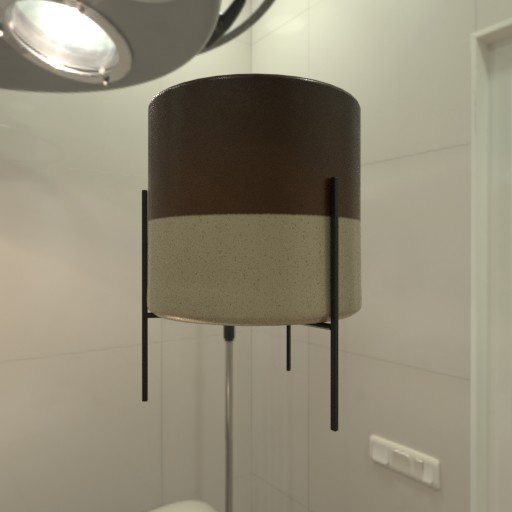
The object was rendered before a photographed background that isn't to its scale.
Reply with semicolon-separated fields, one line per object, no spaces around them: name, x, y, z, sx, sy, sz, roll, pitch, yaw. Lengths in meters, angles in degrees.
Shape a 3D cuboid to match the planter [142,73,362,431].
planter;0.000;0.000;0.728;0.345;0.465;0.354;0;0;-37
